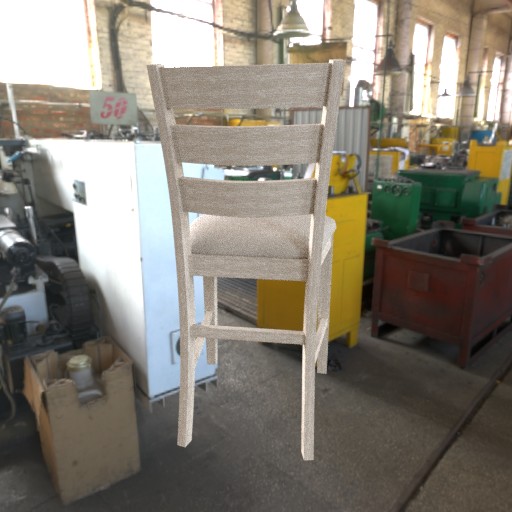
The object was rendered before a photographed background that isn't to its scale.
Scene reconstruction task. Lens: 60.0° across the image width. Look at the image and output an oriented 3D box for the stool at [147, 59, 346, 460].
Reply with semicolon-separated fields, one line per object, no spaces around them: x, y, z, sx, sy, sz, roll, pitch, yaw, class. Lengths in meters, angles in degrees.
0.000;0.000;1.346;0.484;1.032;0.569;2;15;9;stool
